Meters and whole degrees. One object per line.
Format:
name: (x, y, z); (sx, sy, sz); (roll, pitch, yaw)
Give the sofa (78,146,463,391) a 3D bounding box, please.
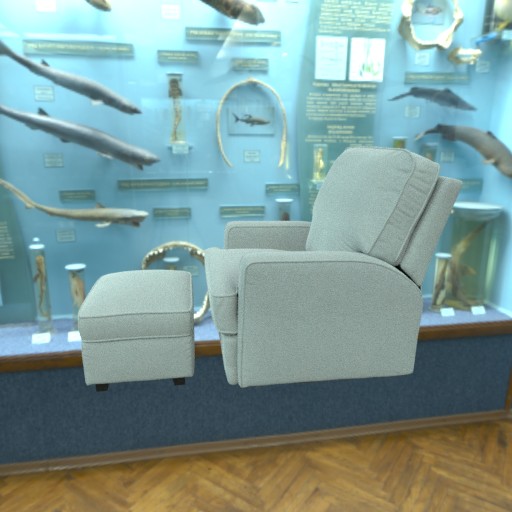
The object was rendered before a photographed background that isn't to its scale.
sofa: (0.000, 0.000, 2.002); (1.472, 0.959, 0.861); (-2, 15, -8)
